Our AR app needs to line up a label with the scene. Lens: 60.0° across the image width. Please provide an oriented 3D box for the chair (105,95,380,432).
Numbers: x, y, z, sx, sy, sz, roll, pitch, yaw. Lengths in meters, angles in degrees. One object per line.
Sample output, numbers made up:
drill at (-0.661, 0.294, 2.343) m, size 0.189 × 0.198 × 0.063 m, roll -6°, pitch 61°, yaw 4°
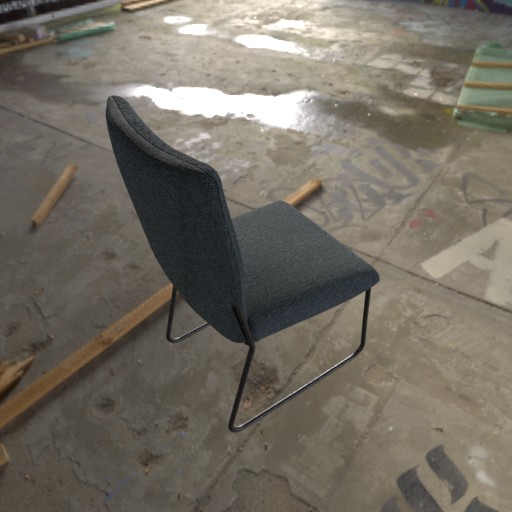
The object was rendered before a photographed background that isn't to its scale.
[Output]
chair at (0.000, 0.000, 1.284) m, size 0.635 × 0.931 × 0.480 m, roll -25°, pitch 47°, yaw -26°
